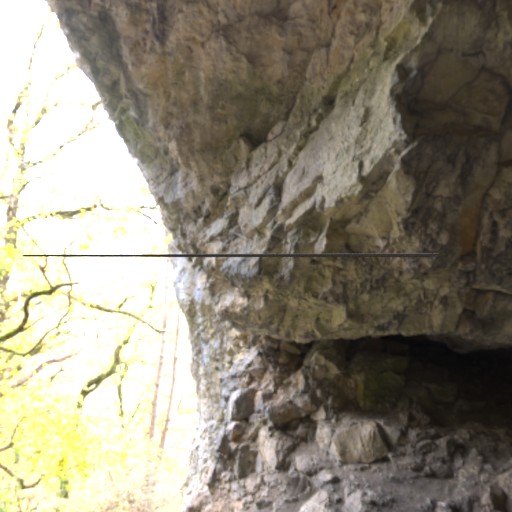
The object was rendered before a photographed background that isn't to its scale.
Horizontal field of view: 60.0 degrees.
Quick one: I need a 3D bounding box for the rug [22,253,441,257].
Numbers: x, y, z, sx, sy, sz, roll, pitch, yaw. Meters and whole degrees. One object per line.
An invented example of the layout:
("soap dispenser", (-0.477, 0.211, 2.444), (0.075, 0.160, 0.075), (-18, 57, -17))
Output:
("rug", (0.000, 0.000, 4.122), (3.050, 0.017, 2.441), (0, 0, 19))
